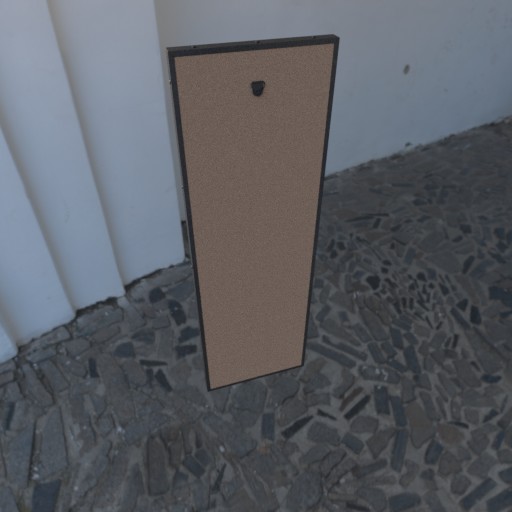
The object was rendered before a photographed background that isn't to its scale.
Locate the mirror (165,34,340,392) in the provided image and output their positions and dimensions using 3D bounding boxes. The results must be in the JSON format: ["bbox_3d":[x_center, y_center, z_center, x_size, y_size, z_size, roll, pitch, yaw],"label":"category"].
[{"bbox_3d":[0.000,0.000,1.205,0.354,1.080,0.042,-11,40,-14],"label":"mirror"}]
